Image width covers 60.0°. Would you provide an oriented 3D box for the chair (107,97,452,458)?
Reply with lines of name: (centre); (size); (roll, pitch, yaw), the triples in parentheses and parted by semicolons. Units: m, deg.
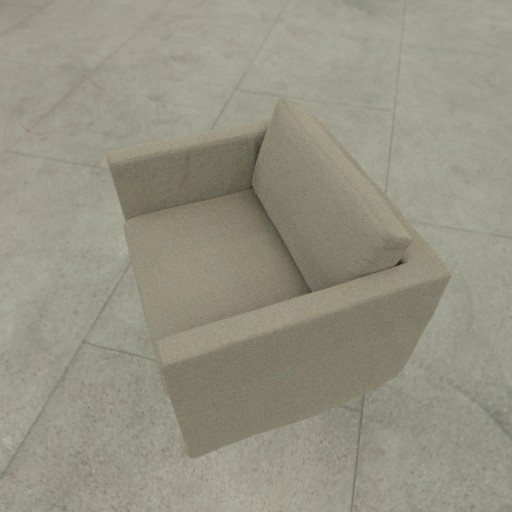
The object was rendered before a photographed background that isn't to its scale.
chair: (0.000, 0.000, 1.769); (0.949, 0.863, 1.057); (-16, 50, -14)
